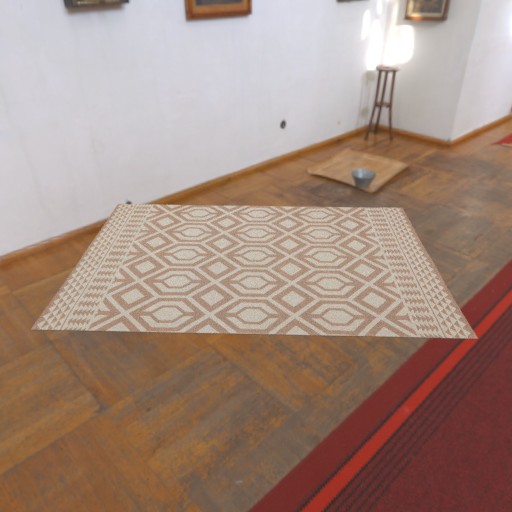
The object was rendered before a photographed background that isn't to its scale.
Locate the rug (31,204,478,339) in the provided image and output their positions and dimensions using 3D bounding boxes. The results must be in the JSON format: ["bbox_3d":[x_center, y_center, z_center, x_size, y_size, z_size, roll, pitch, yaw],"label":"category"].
[{"bbox_3d":[0.000,0.000,2.332,1.829,0.008,1.219,1,32,1],"label":"rug"}]
